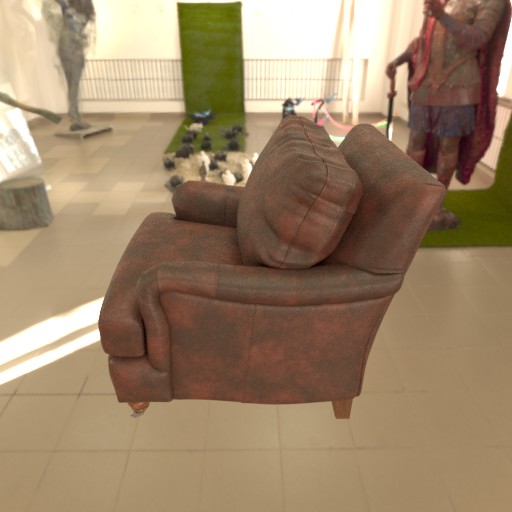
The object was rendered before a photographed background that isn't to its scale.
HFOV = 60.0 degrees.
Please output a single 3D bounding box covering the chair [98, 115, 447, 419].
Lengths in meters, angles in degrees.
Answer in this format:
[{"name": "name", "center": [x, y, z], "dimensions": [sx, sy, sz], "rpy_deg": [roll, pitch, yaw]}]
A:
[{"name": "chair", "center": [0.000, 0.000, 1.923], "dimensions": [1.156, 1.051, 0.987], "rpy_deg": [-1, 28, -1]}]
